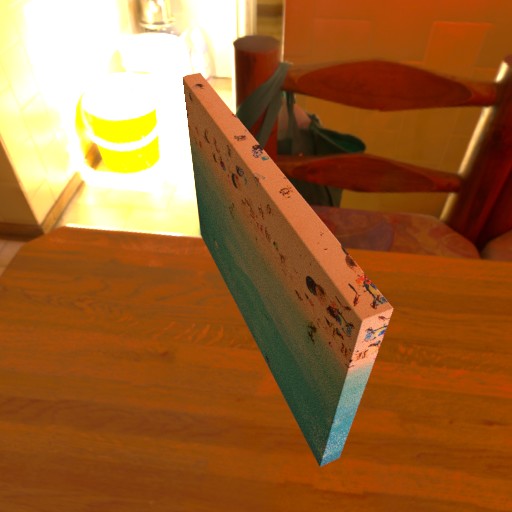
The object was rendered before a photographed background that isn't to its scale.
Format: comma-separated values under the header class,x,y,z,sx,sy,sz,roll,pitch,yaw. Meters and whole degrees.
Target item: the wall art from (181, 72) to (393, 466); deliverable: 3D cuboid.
class,x,y,z,sx,sy,sz,roll,pitch,yaw
wall art,0.000,0.000,0.783,0.039,0.406,0.609,-17,48,-16
